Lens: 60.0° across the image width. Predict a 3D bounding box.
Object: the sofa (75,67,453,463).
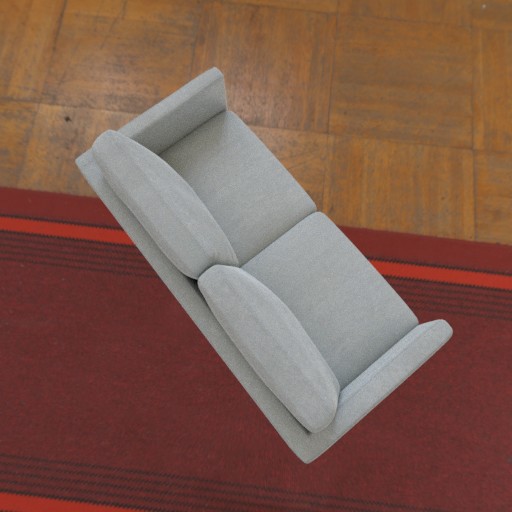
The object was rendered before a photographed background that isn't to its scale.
[{"bbox_3d":[0.000,0.000,2.433,0.950,0.963,1.884,-38,78,-9],"label":"sofa"}]
